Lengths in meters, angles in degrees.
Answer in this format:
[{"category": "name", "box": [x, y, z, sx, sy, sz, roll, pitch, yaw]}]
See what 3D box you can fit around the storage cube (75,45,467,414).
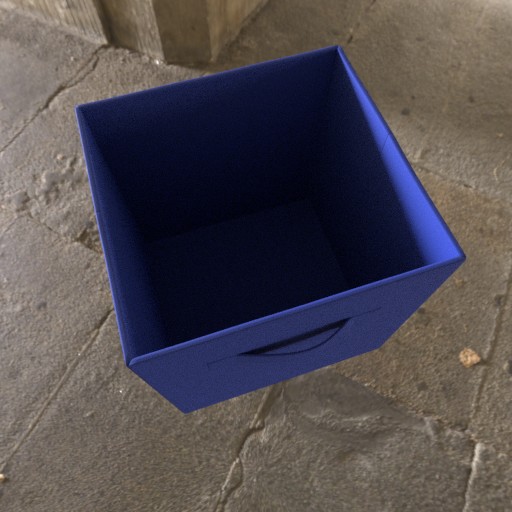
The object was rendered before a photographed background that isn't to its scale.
[{"category": "storage cube", "box": [0.000, 0.000, 0.495, 0.270, 0.280, 0.270, -16, 65, -8]}]
